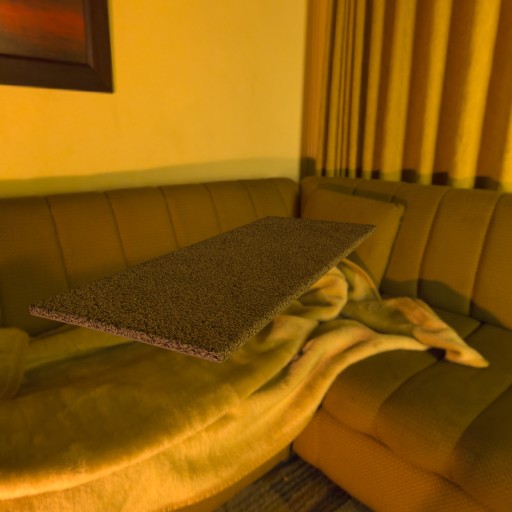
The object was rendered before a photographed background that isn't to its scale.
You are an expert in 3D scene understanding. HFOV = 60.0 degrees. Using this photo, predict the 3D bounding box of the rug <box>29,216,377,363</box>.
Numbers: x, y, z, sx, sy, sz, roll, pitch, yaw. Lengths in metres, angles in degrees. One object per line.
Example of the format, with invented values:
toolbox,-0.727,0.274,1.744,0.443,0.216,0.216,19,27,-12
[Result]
rug,0.000,0.000,1.713,0.609,0.030,1.524,8,17,26
